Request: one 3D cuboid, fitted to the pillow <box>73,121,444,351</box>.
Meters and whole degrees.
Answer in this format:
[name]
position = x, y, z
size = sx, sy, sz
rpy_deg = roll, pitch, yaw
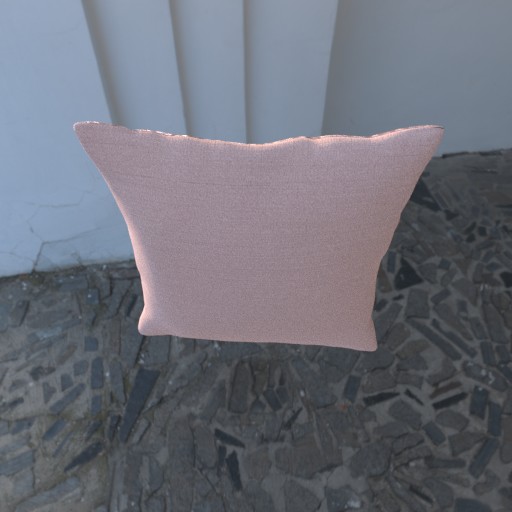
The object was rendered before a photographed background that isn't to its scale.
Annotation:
[pillow]
position = 0.000, 0.000, 0.715
size = 0.470, 0.464, 0.175
rpy_deg = 2, 46, 2
